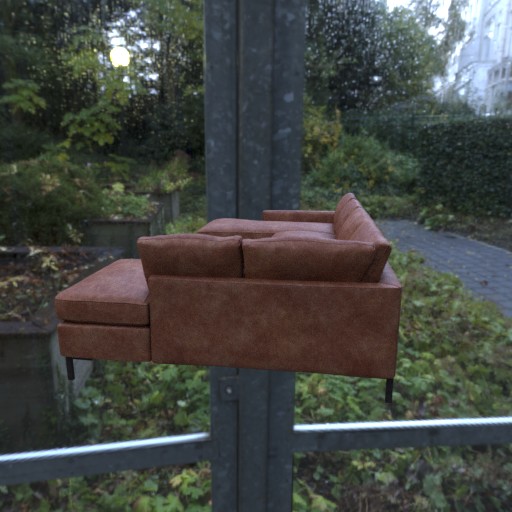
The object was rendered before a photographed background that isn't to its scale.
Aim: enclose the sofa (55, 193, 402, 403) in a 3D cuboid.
[{"bbox_3d":[0.000,0.000,3.815,1.939,0.900,2.956,2,14,8],"label":"sofa"}]
